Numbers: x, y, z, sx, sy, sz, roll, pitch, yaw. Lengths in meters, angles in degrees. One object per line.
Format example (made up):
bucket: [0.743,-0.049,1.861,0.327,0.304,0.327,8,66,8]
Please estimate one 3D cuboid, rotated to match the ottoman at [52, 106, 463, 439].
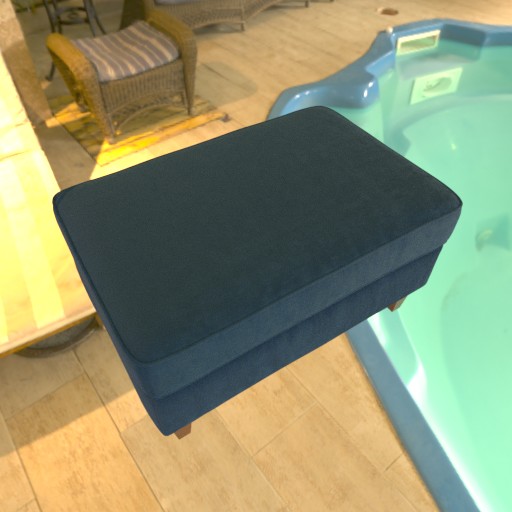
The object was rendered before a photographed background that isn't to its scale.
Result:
ottoman: [0.000,0.000,1.213,0.862,0.484,0.583,-25,52,-21]
